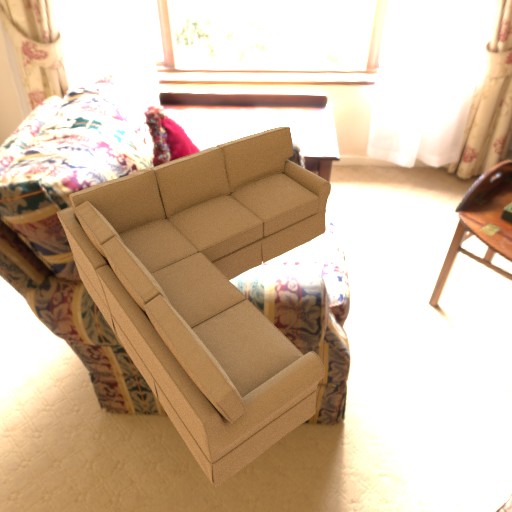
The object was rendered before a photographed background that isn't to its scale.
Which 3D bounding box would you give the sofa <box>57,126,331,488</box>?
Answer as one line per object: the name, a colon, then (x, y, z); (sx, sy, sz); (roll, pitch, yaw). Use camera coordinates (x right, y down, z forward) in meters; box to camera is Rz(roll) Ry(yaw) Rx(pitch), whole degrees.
sofa: (0.000, 0.000, 4.205); (2.733, 1.124, 2.730); (-26, 47, -27)
